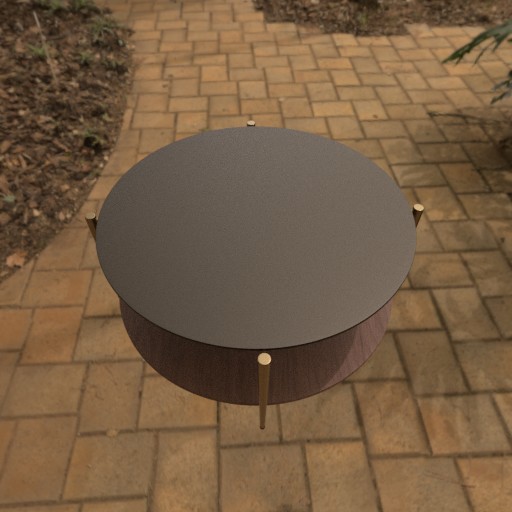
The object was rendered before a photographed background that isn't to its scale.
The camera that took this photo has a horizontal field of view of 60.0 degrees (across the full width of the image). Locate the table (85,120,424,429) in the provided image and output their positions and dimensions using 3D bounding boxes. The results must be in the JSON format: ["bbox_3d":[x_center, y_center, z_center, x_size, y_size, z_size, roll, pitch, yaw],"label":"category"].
[{"bbox_3d":[0.000,0.000,1.480,0.938,0.400,0.938,-25,53,-21],"label":"table"}]
